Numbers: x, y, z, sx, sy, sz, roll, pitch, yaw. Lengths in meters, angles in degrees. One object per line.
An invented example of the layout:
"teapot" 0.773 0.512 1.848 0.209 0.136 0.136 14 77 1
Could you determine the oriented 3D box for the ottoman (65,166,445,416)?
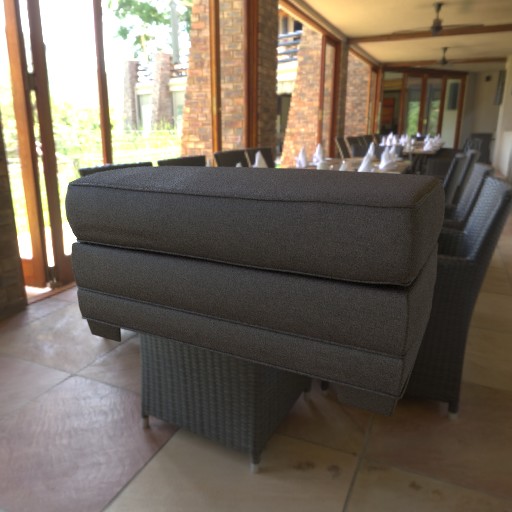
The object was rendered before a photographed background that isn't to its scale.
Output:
"ottoman" 0.000 0.000 1.154 0.864 0.448 0.490 8 18 26
